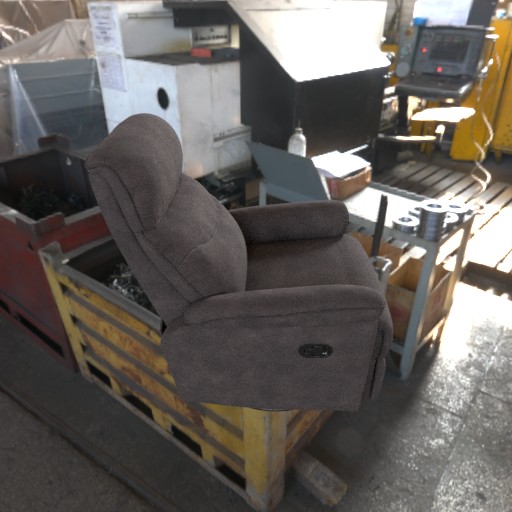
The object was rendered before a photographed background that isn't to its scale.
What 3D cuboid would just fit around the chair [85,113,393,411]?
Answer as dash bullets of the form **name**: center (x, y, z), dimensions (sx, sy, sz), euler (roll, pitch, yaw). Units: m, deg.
- **chair**: center (0.000, 0.000, 1.751), dimensions (1.009, 1.035, 0.830), euler (0, 30, 0)
